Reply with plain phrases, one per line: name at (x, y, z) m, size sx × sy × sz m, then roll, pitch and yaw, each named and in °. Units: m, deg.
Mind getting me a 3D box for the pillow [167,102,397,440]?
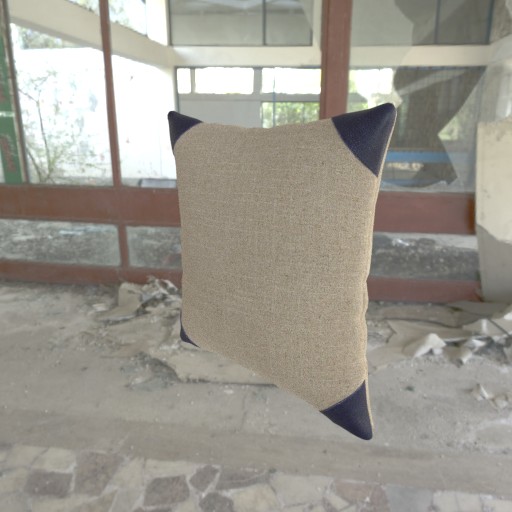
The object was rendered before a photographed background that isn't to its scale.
pillow at (0.000, 0.000, 0.692) m, size 0.440 × 0.441 × 0.147 m, roll 15°, pitch 22°, yaw 42°
